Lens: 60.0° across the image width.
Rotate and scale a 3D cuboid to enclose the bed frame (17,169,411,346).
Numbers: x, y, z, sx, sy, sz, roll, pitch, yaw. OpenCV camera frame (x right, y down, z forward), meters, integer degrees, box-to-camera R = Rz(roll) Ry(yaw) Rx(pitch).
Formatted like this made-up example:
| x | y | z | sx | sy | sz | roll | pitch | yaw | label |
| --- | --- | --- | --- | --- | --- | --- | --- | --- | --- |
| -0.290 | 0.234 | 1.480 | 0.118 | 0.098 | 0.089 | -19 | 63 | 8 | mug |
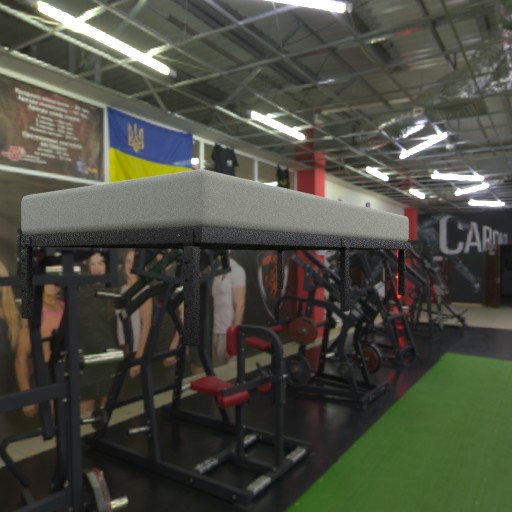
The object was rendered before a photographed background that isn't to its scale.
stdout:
| x | y | z | sx | sy | sz | roll | pitch | yaw | label |
| --- | --- | --- | --- | --- | --- | --- | --- | --- | --- |
| 0.000 | 0.000 | 3.122 | 1.393 | 0.680 | 2.635 | 0 | 0 | 36 | bed frame |
